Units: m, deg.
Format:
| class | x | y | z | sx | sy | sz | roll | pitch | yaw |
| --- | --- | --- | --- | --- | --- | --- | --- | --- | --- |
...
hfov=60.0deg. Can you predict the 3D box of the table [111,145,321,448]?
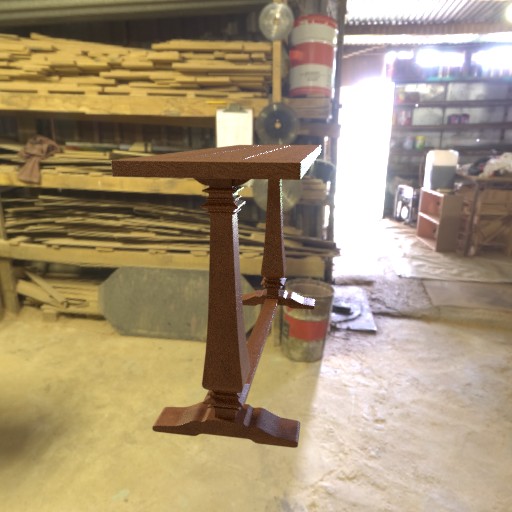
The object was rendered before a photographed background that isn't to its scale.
| class | x | y | z | sx | sy | sz | roll | pitch | yaw |
| --- | --- | --- | --- | --- | --- | --- | --- | --- | --- |
| table | 0.000 | 0.000 | 1.827 | 0.461 | 0.852 | 1.478 | 3 | 16 | 9 |
